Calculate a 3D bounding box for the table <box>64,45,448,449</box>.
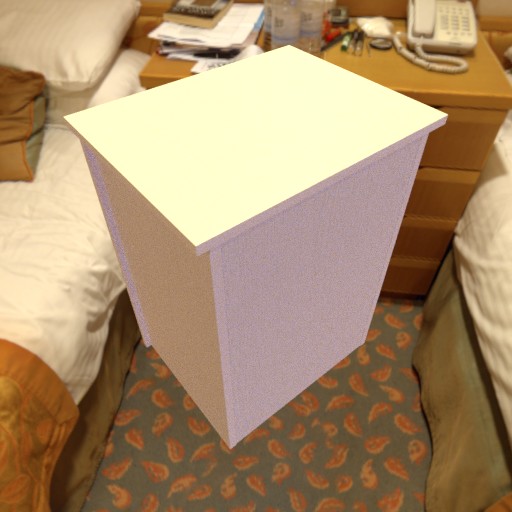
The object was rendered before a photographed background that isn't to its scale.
[{"bbox_3d":[0.000,0.000,0.929,0.480,0.635,0.381,-30,52,-26],"label":"table"}]
